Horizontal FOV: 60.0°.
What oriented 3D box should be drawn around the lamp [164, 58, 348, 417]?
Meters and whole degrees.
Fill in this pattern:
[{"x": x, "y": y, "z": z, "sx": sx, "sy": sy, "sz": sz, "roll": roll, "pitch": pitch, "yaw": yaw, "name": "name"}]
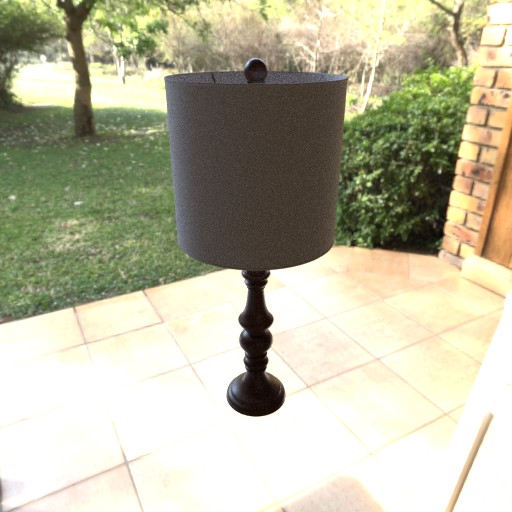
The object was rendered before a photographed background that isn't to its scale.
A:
[{"x": 0.000, "y": 0.000, "z": 0.732, "sx": 0.250, "sy": 0.597, "sz": 0.250, "roll": -17, "pitch": 30, "yaw": -31, "name": "lamp"}]
